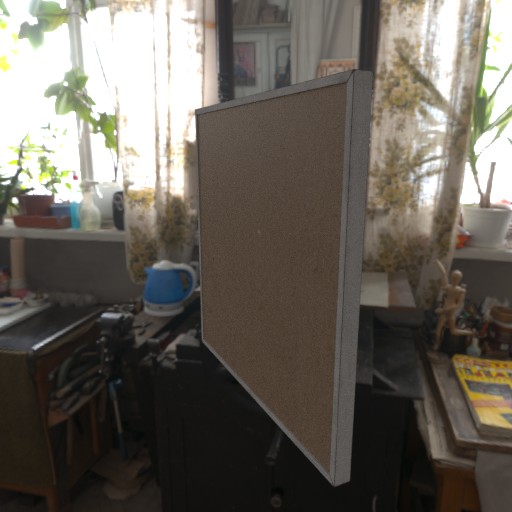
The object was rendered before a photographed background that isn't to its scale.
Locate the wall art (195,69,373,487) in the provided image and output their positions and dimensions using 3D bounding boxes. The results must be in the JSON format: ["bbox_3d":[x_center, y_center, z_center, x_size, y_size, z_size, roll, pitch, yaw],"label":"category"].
[{"bbox_3d":[0.000,0.000,1.116,0.038,0.762,0.762,-7,15,-26],"label":"wall art"}]
